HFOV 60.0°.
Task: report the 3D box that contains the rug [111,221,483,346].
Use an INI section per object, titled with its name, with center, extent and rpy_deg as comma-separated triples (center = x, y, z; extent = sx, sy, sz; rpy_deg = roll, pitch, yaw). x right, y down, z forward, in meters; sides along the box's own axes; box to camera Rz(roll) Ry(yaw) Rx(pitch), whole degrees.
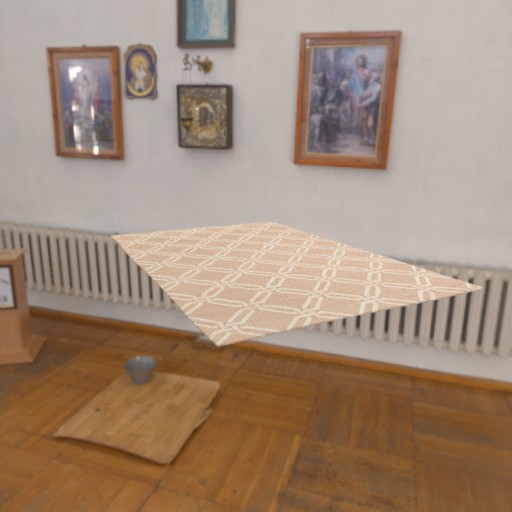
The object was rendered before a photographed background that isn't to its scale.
[rug]
center = 0.000, 0.000, 2.244
extent = 1.146, 0.010, 1.745
rpy_deg = -7, 16, -26
